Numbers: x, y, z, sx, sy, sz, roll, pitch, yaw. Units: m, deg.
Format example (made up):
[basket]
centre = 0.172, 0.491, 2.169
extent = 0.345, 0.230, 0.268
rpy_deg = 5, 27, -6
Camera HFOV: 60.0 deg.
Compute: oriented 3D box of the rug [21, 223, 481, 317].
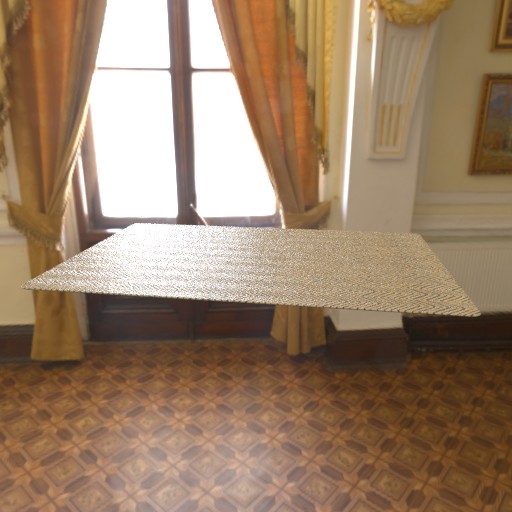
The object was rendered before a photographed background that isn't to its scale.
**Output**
[rug]
centre = 0.000, 0.000, 2.180
extent = 1.752, 0.008, 1.144
rpy_deg = 3, 18, 8
